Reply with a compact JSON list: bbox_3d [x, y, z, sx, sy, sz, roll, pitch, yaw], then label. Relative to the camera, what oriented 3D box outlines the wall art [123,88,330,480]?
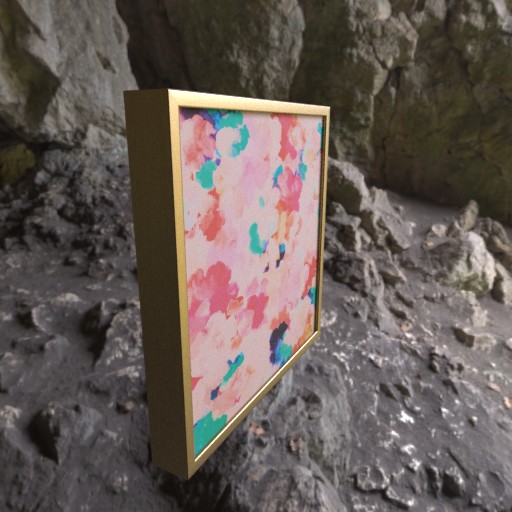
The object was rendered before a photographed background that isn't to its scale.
[{"bbox_3d":[0.000,0.000,0.461,0.038,0.305,0.304,9,18,28],"label":"wall art"}]
